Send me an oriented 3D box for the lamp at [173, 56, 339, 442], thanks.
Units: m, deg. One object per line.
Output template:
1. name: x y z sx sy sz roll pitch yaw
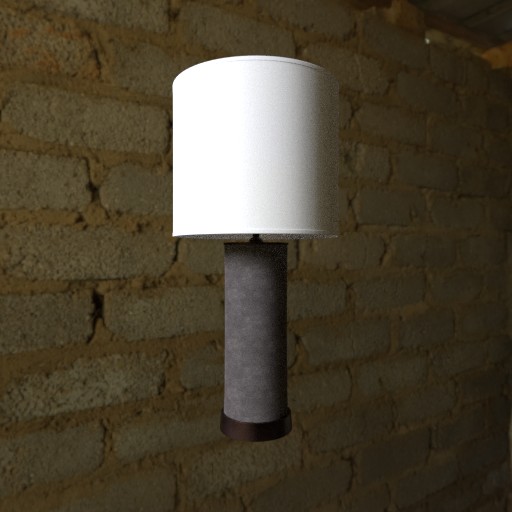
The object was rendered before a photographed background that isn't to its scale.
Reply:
1. lamp: 0.000 0.000 0.816 0.301 0.630 0.301 0 0 18
